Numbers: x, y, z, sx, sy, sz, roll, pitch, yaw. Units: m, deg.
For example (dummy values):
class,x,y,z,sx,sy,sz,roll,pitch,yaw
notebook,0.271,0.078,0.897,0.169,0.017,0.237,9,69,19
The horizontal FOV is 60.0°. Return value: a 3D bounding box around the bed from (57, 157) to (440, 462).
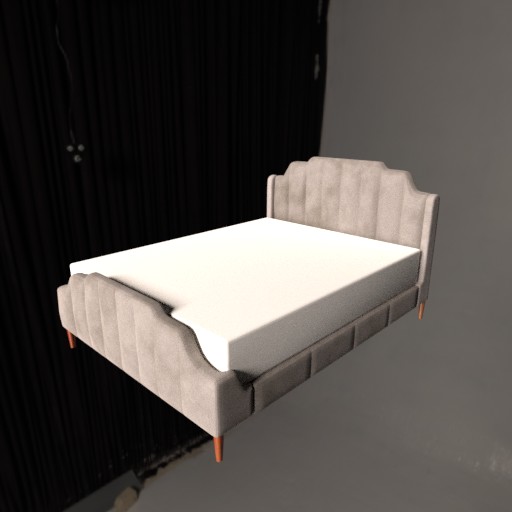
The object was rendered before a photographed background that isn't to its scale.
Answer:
class,x,y,z,sx,sy,sz,roll,pitch,yaw
bed,0.000,0.000,3.255,1.676,1.245,2.340,16,24,41
